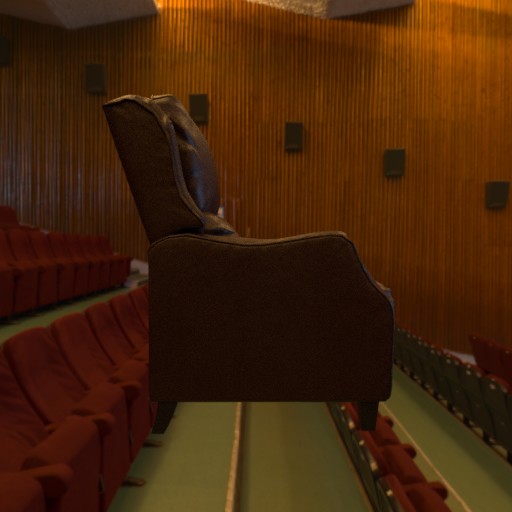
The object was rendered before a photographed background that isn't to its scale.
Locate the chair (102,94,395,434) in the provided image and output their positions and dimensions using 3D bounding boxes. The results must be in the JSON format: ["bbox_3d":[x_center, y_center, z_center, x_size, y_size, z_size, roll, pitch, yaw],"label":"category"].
[{"bbox_3d":[0.000,0.000,1.772,0.982,1.132,0.770,0,1,0],"label":"chair"}]
